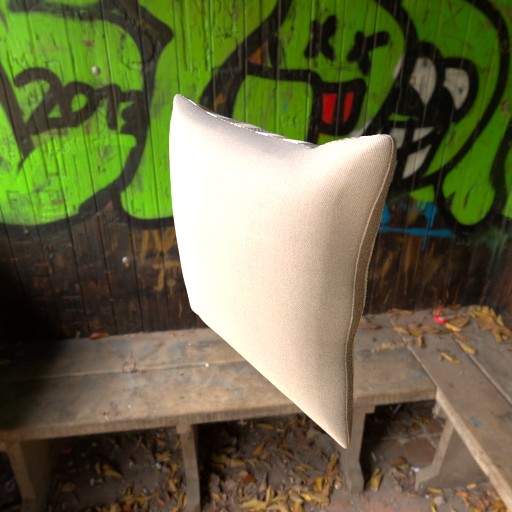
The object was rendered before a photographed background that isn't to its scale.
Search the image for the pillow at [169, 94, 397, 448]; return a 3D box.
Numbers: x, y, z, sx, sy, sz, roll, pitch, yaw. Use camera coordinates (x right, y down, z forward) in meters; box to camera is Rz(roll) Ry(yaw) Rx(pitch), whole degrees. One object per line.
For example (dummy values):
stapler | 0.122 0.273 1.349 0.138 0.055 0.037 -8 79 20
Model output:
pillow | 0.000 0.000 0.629 0.173 0.401 0.416 -18 32 -32
